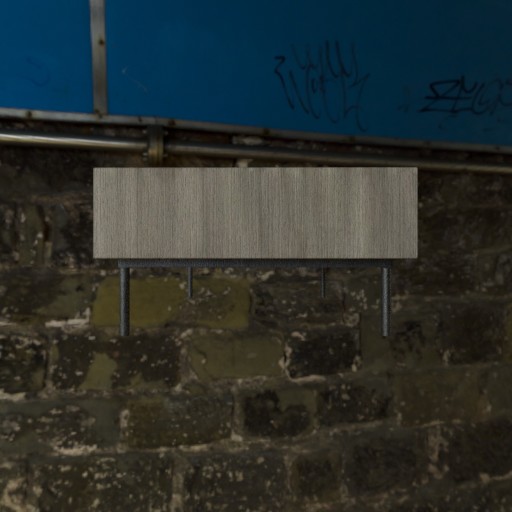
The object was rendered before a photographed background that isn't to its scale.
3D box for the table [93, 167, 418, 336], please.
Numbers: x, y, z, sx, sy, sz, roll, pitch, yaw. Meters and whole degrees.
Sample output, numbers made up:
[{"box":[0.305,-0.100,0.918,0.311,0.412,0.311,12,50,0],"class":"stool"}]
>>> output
[{"box":[0.000,0.000,1.417,0.643,0.347,1.088,0,0,0],"class":"table"}]
